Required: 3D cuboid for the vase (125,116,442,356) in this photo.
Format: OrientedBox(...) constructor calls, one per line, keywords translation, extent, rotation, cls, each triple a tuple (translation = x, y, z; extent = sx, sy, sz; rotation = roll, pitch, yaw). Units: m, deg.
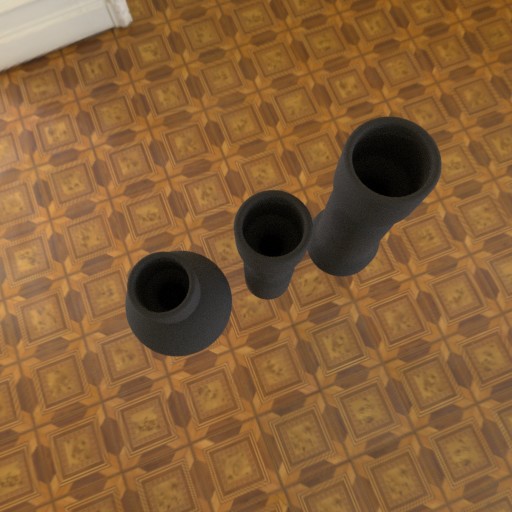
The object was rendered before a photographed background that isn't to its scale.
OrientedBox(translation=(0.000, 0.000, 0.443), extent=(0.307, 0.249, 0.120), rotation=(-21, 76, -6), cls="vase")
